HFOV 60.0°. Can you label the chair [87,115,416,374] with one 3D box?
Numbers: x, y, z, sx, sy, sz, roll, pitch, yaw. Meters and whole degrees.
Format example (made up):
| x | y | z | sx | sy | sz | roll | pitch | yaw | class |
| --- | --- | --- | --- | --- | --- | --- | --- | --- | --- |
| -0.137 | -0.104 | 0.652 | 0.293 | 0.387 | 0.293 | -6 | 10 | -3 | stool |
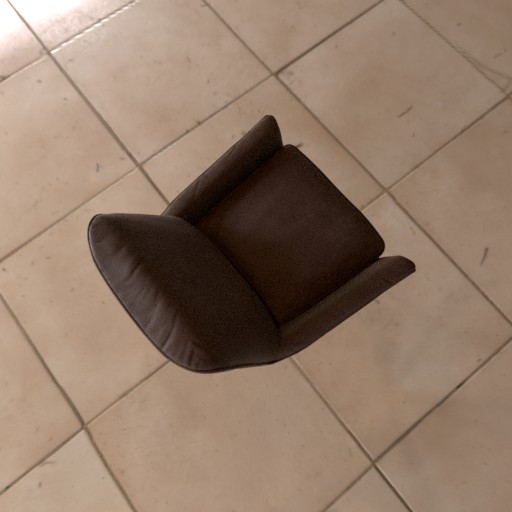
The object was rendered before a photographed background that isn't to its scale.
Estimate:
| x | y | z | sx | sy | sz | roll | pitch | yaw | class |
| --- | --- | --- | --- | --- | --- | --- | --- | --- | --- |
| 0.000 | 0.000 | 1.553 | 0.824 | 0.888 | 0.787 | -38 | 77 | -10 | chair |
